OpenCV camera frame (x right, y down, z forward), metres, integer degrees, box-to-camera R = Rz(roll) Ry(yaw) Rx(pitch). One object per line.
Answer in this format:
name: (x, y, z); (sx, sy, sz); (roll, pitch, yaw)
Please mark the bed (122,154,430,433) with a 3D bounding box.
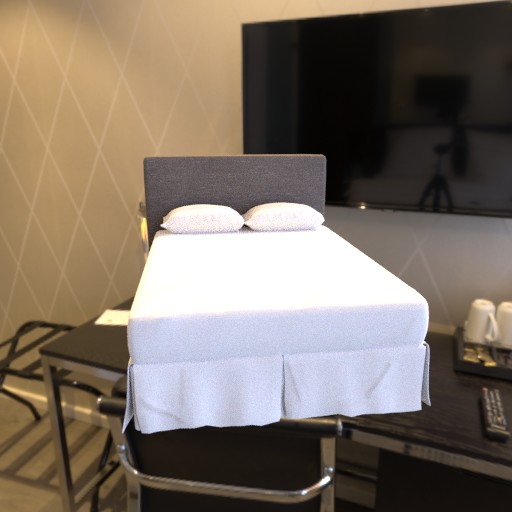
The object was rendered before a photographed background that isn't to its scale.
bed: (0.000, 0.000, 3.217); (1.723, 1.330, 2.142); (-2, 16, -8)
